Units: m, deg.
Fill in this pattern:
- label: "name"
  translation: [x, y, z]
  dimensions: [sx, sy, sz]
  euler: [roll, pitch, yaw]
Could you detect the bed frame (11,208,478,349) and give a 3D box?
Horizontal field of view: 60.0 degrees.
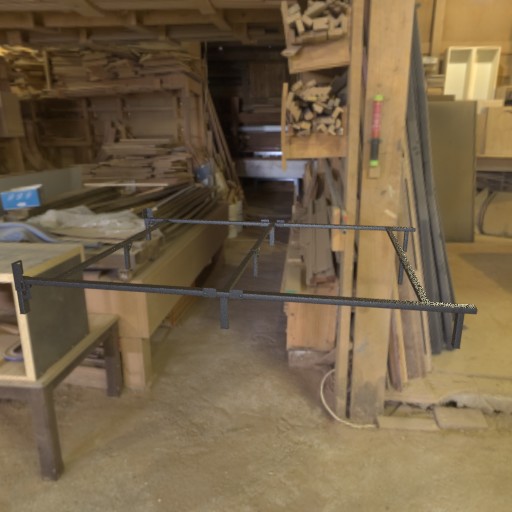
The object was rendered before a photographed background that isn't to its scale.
- label: "bed frame"
  translation: [0.000, 0.000, 2.579]
  dimensions: [1.990, 0.248, 1.498]
  euler: [3, 16, 10]
